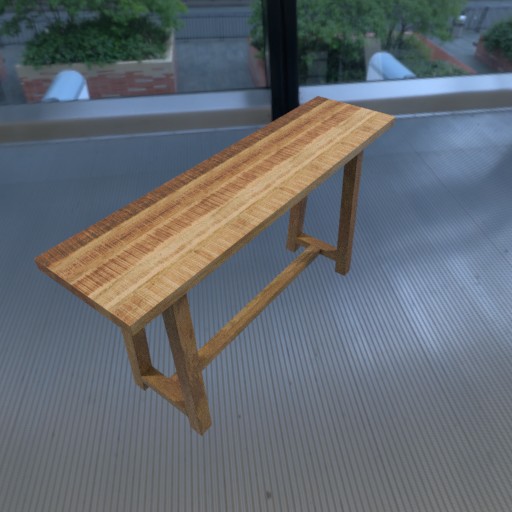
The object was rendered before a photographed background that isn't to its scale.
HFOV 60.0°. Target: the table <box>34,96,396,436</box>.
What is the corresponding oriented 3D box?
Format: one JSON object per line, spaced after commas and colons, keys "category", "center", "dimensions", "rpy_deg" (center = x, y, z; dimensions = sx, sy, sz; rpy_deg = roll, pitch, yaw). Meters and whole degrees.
{"category": "table", "center": [0.000, 0.000, 1.873], "dimensions": [0.405, 0.810, 1.524], "rpy_deg": [26, 47, 27]}
